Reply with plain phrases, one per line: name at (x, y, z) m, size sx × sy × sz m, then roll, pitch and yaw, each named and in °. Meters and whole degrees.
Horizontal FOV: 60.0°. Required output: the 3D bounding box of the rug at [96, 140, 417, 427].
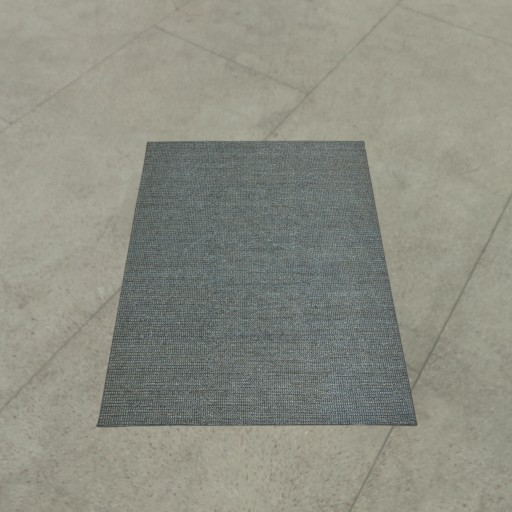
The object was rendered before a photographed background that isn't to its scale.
rug at (0.000, 0.000, 4.189) m, size 2.456 × 0.021 × 3.068 m, roll 0°, pitch 58°, yaw 0°
